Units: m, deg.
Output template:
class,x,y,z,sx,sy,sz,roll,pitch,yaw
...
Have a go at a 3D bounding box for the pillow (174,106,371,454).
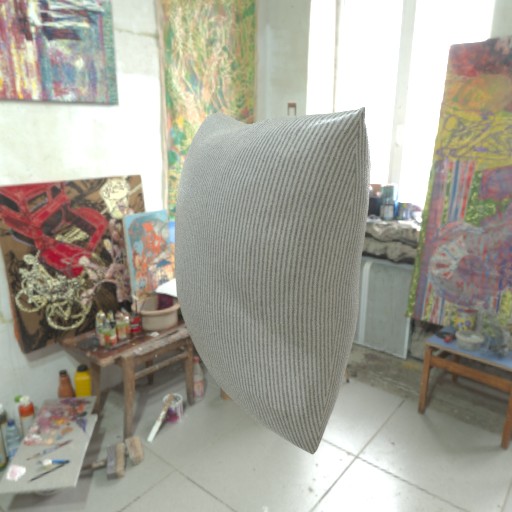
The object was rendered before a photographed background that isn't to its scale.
class,x,y,z,sx,sy,sz,roll,pitch,yaw
pillow,0.000,0.000,0.687,0.310,0.432,0.387,3,17,10
